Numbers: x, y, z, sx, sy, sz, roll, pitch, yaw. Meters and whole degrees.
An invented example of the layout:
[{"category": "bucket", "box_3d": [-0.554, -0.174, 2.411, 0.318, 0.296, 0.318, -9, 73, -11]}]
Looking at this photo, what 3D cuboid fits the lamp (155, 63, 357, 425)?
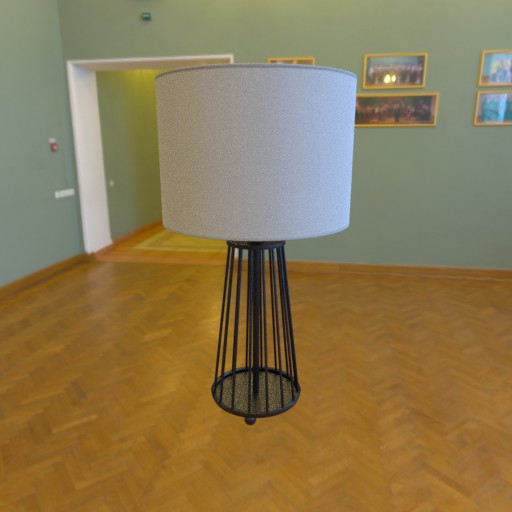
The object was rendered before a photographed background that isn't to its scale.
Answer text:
[{"category": "lamp", "box_3d": [0.000, 0.000, 0.796, 0.322, 0.593, 0.322, 2, 15, 8]}]
